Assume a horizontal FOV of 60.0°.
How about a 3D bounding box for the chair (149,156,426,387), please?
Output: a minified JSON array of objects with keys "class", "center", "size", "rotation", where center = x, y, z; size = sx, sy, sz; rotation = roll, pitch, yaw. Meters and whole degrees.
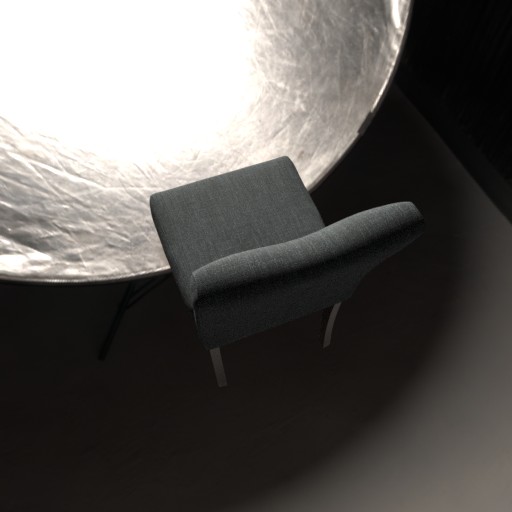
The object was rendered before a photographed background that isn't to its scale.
[{"class":"chair","center":[0.000,0.000,1.268],"size":[0.487,0.884,0.629],"rotation":[-18,60,-11]}]
